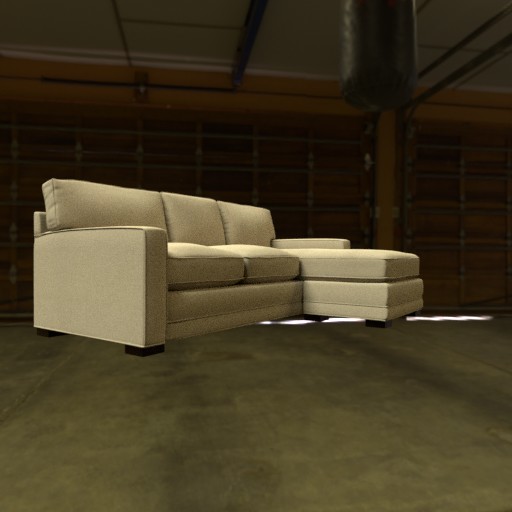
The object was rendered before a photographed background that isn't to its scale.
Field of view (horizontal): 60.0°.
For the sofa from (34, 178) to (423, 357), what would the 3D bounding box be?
[{"bbox_3d":[0.000,0.000,2.814,1.496,0.861,2.087,0,0,36],"label":"sofa"}]
